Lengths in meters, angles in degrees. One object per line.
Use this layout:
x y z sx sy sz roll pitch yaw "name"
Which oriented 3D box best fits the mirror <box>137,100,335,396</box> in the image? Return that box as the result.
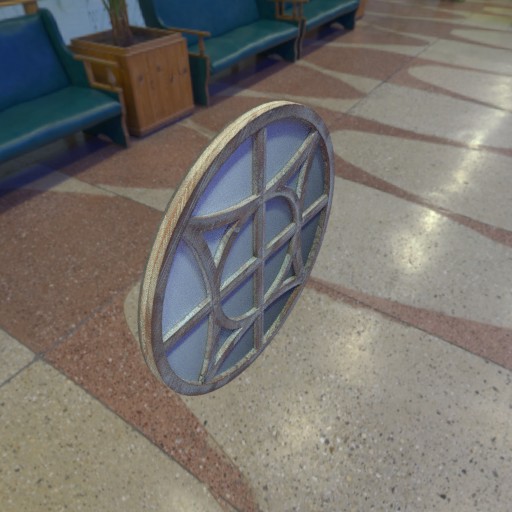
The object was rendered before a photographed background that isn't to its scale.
0.000 0.000 1.059 0.038 0.710 0.710 24 45 27 "mirror"
